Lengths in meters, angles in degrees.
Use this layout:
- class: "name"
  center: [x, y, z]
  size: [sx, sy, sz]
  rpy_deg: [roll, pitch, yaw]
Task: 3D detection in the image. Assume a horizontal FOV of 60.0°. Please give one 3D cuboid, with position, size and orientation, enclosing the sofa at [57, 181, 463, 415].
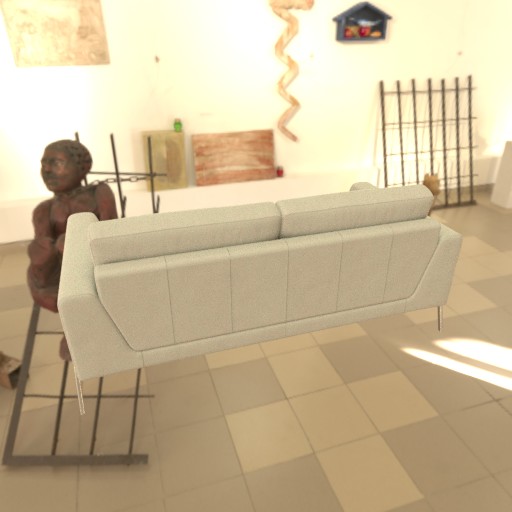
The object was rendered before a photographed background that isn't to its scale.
- class: "sofa"
  center: [0.000, 0.000, 2.524]
  size: [2.017, 0.875, 0.953]
  rpy_deg: [-9, 29, -16]
